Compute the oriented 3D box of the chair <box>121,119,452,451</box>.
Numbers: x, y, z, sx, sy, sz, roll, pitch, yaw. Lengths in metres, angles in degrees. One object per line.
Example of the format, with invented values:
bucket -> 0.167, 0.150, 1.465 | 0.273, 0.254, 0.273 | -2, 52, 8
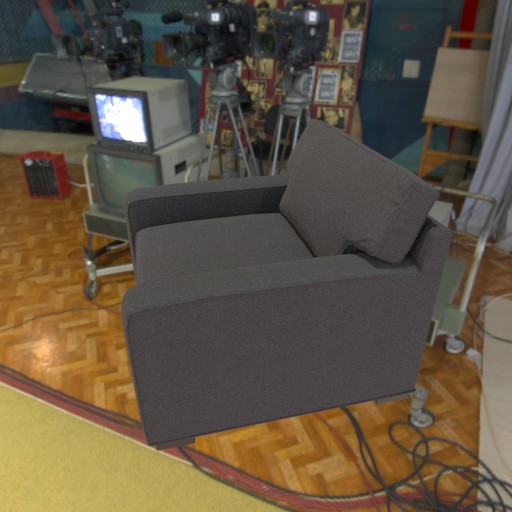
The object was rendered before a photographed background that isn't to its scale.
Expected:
chair -> 0.000, 0.000, 1.837 | 1.043, 0.913, 0.997 | -7, 30, -12
